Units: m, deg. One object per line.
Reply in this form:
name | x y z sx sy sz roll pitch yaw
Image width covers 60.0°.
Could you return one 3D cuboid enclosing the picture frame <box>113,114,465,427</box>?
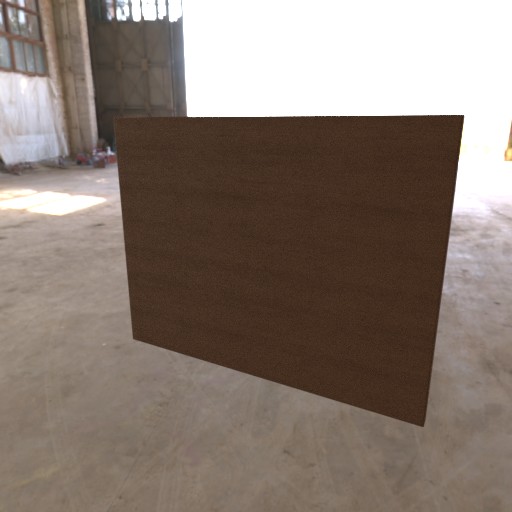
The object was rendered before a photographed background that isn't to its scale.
picture frame | 0.000 0.000 1.690 1.329 1.018 0.045 9 19 28
